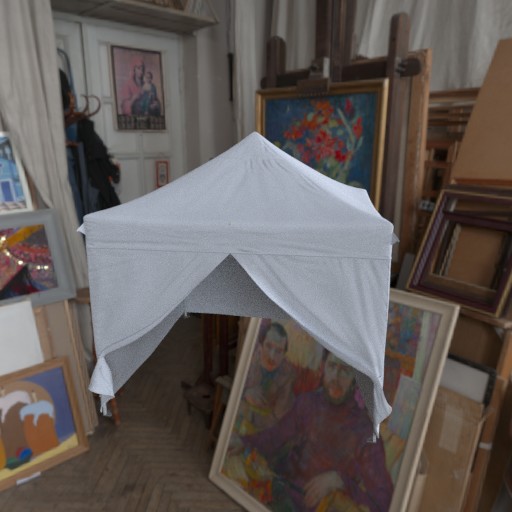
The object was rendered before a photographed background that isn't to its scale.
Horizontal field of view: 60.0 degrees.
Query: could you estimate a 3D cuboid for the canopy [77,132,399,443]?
[{"bbox_3d":[0.000,0.000,5.542,3.043,2.997,3.121,2,15,9],"label":"canopy"}]
